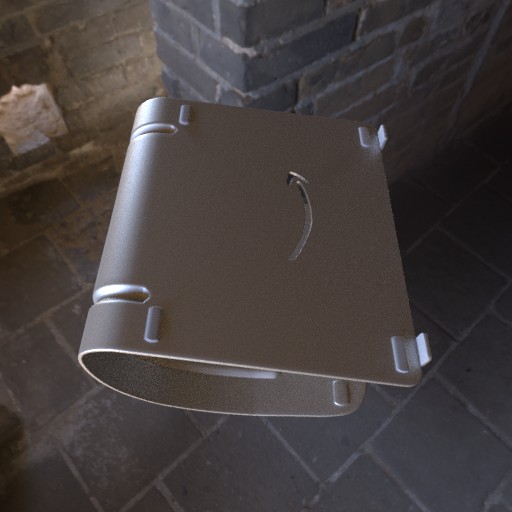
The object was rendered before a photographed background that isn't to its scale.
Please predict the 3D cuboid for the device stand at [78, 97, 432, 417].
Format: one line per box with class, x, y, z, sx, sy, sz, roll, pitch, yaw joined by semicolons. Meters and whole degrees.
device stand;0.000;0.000;0.400;0.236;0.155;0.256;1;58;1
